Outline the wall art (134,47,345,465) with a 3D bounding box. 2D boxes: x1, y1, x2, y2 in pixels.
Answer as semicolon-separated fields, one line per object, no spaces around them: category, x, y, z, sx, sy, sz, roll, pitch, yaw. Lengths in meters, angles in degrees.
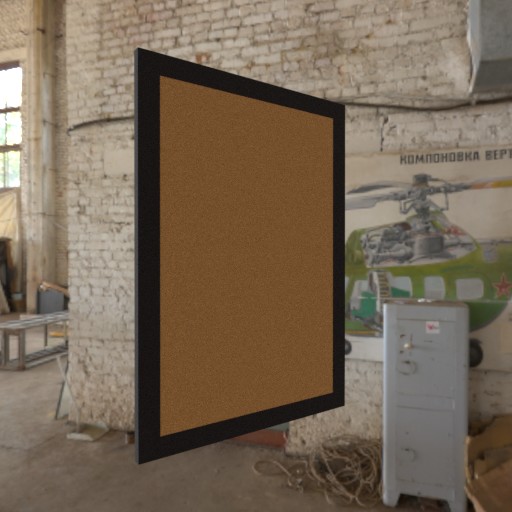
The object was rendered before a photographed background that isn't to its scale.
wall art;0.000;0.000;0.682;0.380;0.534;0.013;0;0;-36
